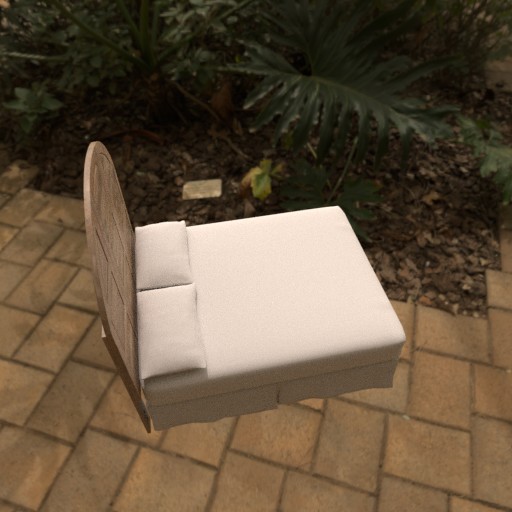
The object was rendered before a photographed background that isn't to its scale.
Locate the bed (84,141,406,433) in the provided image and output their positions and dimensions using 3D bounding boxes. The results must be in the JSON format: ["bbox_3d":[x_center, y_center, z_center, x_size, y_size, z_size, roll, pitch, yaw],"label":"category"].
[{"bbox_3d":[0.000,0.000,3.477,2.112,2.002,1.713,-9,48,-8],"label":"bed"}]
